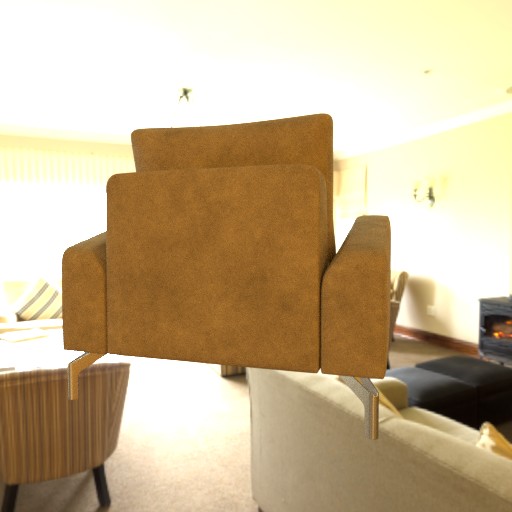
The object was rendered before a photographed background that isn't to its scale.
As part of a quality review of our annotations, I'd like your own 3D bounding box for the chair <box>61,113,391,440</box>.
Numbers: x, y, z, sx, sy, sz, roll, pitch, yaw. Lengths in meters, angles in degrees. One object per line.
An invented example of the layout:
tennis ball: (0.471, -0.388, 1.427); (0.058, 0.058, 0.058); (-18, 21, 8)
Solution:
chair: (0.000, 0.000, 1.550); (0.900, 0.800, 0.900); (1, 2, 17)
